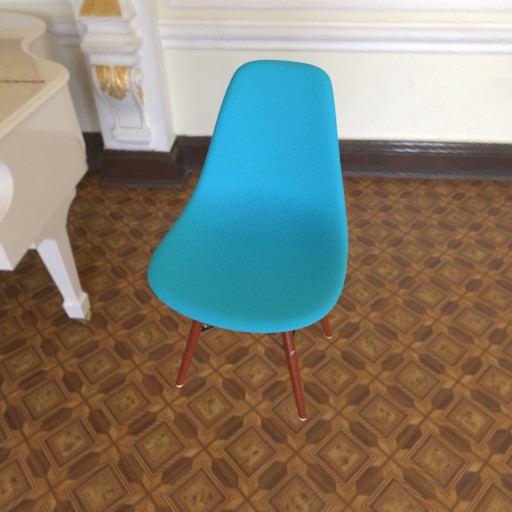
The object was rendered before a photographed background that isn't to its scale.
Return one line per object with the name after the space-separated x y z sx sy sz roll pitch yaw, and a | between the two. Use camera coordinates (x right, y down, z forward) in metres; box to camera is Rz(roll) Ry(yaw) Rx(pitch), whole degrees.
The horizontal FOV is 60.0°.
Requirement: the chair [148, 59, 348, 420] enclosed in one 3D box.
0.000 0.000 1.160 0.470 0.826 0.533 11 41 12 | chair
